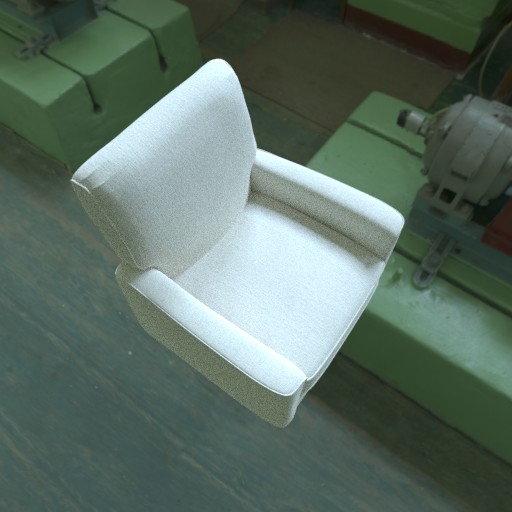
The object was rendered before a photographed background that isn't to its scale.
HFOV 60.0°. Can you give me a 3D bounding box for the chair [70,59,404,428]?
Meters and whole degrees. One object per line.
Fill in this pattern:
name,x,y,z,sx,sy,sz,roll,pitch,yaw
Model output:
chair,0.000,0.000,1.666,0.858,1.028,0.841,31,64,17
